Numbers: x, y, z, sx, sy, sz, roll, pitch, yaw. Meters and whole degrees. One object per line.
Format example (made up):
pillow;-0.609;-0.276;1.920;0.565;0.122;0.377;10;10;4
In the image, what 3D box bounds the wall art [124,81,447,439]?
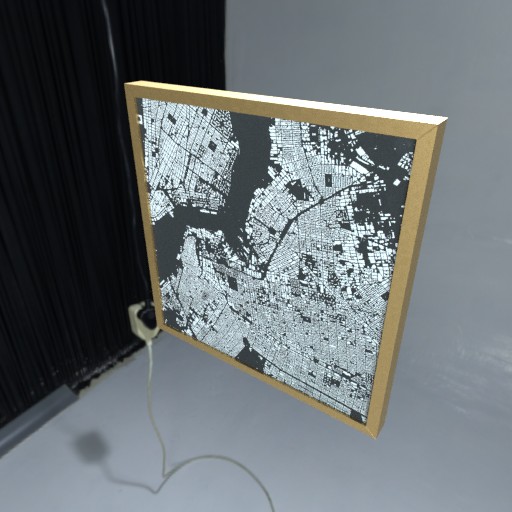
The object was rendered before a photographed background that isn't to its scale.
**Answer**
wall art;0.000;0.000;1.881;1.284;1.284;0.095;19;34;30
